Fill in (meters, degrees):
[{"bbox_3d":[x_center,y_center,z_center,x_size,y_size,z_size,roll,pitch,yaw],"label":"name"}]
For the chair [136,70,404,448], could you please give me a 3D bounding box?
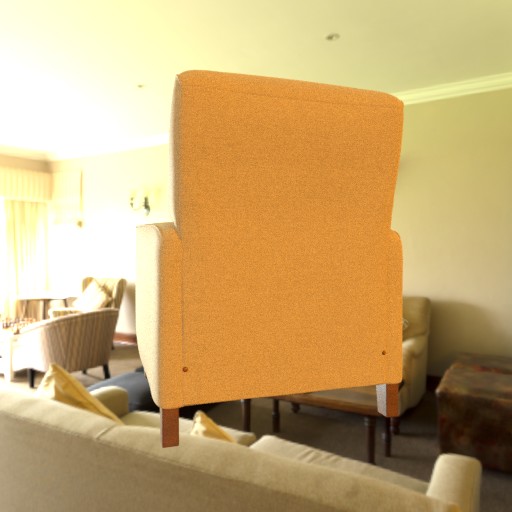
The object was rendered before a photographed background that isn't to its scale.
[{"bbox_3d":[0.000,0.000,1.625,0.841,1.023,0.858,0,1,-18],"label":"chair"}]
